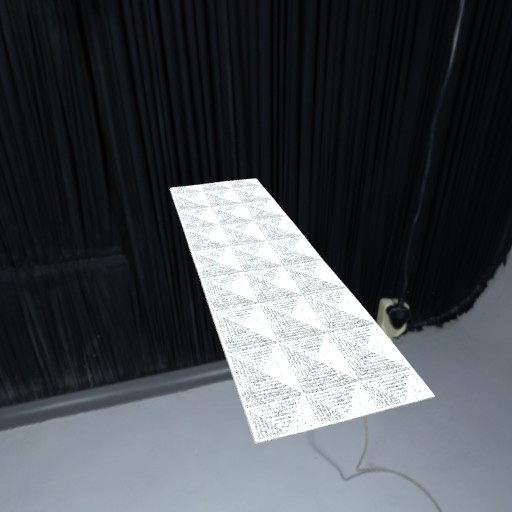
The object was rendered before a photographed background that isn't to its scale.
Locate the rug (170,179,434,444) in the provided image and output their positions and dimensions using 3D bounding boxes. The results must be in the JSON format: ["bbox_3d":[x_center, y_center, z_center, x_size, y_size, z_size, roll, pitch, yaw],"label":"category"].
[{"bbox_3d":[0.000,0.000,2.327,0.645,0.015,2.182,-8,31,-14],"label":"rug"}]
